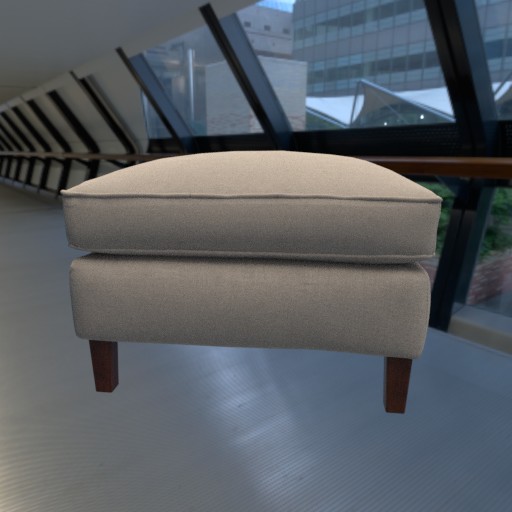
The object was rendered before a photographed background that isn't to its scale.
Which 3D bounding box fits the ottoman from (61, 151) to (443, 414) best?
[{"bbox_3d":[0.000,0.000,0.988,0.665,0.456,0.501,2,15,7],"label":"ottoman"}]
